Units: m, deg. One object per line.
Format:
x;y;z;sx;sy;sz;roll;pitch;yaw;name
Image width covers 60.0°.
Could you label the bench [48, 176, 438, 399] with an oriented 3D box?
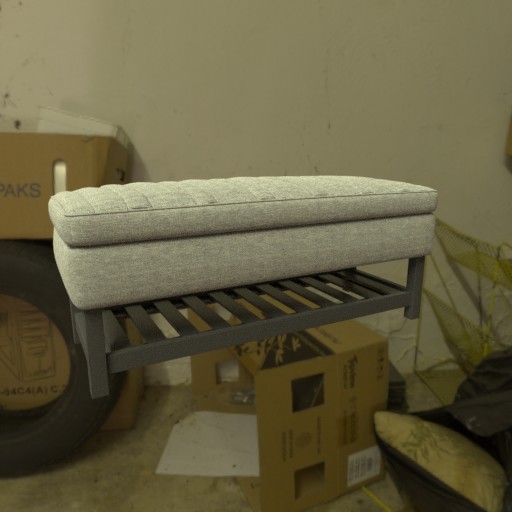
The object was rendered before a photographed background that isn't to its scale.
0.000;0.000;1.347;1.100;0.470;0.429;-7;16;-27;bench
